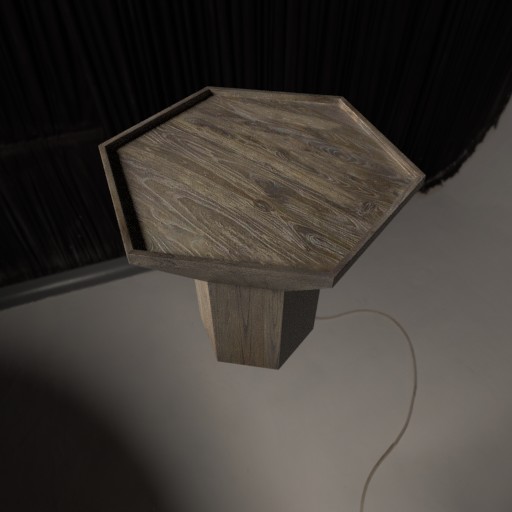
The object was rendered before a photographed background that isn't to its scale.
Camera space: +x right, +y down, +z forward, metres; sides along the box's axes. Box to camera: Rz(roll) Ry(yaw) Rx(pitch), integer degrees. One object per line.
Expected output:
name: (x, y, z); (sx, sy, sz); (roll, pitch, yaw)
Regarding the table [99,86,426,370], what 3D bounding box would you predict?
table: (0.000, 0.000, 1.130); (0.592, 0.586, 0.683); (-16, 49, -14)
